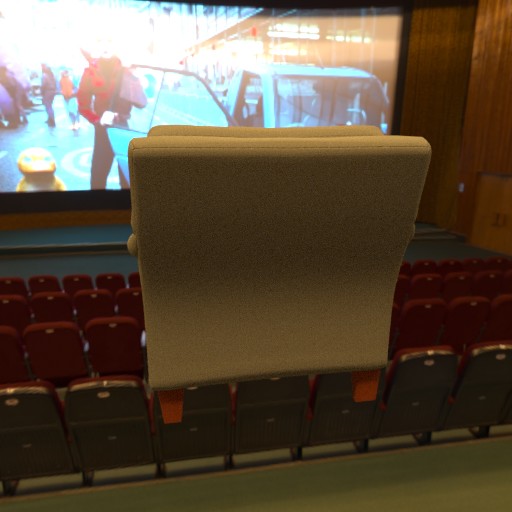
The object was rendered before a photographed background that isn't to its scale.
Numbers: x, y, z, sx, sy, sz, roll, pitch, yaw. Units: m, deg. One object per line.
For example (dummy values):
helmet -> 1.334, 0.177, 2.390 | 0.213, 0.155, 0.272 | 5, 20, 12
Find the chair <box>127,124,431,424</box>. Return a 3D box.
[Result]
chair -> 0.000, 0.000, 1.847 | 0.955, 1.038, 1.070 | -3, 16, -10
